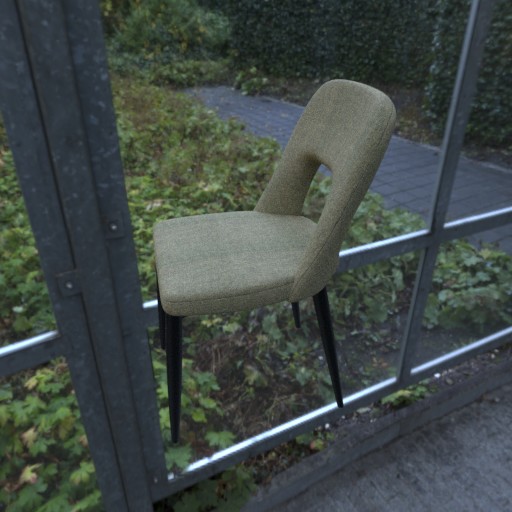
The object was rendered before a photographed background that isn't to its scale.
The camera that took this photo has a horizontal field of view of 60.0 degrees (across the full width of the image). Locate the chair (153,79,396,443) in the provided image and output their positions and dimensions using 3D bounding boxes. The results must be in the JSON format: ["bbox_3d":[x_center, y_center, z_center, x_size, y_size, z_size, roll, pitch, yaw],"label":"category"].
[{"bbox_3d":[0.000,0.000,1.297,0.612,0.931,0.470,-7,30,-13],"label":"chair"}]
